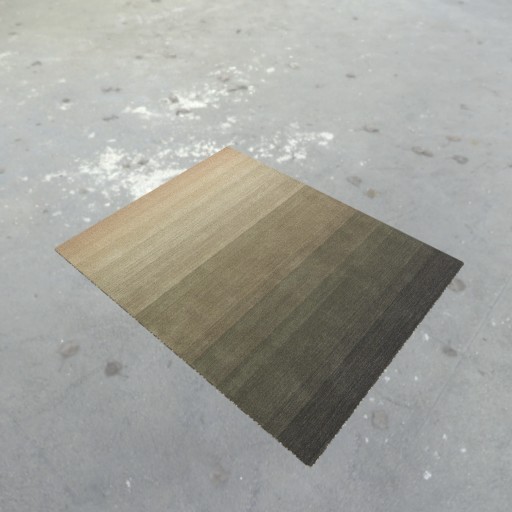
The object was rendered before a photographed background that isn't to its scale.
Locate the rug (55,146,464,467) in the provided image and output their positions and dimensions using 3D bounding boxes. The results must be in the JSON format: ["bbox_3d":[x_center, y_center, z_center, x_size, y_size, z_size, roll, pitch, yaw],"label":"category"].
[{"bbox_3d":[0.000,0.000,3.976,2.902,0.017,2.305,32,54,27],"label":"rug"}]
